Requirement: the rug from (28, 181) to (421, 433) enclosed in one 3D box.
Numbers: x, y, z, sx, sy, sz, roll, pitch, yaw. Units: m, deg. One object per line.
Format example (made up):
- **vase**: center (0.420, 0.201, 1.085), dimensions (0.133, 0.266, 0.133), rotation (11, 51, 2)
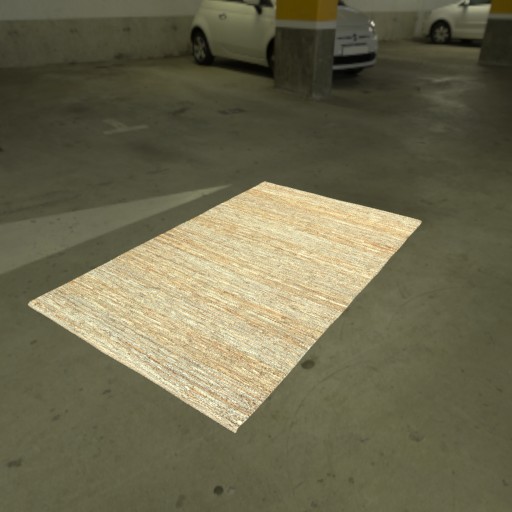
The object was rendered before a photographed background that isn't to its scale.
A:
- **rug**: center (0.000, 0.000, 3.034), dimensions (1.529, 0.009, 2.446), rotation (19, 35, 30)
